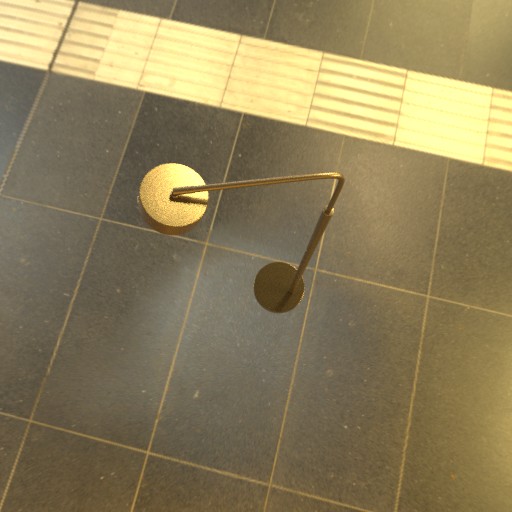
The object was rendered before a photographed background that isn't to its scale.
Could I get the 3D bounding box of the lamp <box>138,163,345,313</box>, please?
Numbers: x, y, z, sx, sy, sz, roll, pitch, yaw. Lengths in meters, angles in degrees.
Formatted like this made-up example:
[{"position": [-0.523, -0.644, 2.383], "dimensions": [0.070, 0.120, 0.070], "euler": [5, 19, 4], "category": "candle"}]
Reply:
[{"position": [0.000, 0.000, 1.336], "dimensions": [0.418, 1.230, 0.219], "euler": [-6, 76, -1], "category": "lamp"}]
